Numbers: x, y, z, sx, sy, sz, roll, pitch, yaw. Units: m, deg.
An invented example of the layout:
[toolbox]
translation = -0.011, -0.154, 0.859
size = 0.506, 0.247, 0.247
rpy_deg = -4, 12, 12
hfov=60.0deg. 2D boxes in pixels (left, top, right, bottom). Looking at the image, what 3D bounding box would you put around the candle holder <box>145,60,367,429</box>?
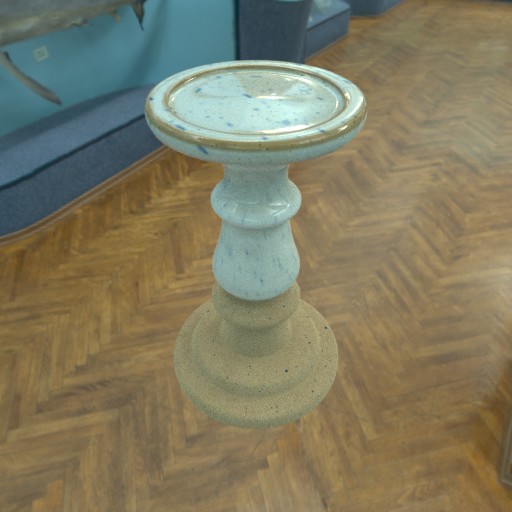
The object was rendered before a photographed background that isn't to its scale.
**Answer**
[candle holder]
translation = 0.000, 0.000, 0.274
size = 0.123, 0.202, 0.123
rpy_deg = 0, 41, 0
